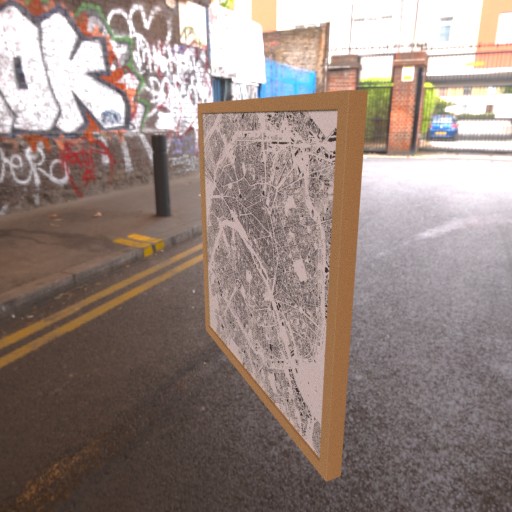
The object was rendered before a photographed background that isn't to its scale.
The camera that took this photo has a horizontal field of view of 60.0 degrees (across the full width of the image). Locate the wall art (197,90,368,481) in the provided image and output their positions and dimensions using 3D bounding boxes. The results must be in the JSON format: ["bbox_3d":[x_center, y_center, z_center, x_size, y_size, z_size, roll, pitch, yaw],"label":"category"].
[{"bbox_3d":[0.000,0.000,1.140,0.037,0.761,0.761,-8,19,-24],"label":"wall art"}]
